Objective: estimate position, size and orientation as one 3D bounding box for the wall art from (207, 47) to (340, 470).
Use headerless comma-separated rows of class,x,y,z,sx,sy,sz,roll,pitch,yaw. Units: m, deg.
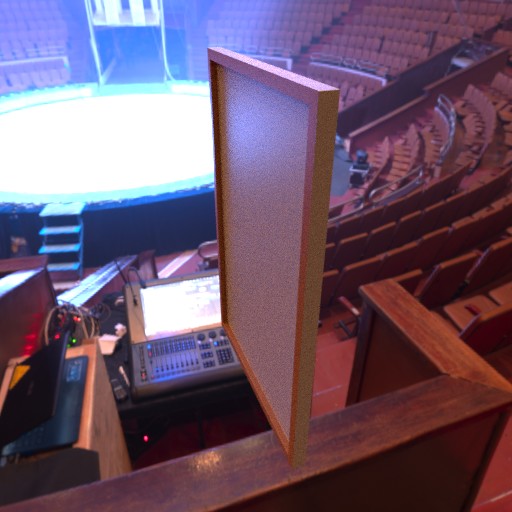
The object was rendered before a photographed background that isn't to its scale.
wall art,0.000,0.000,1.136,0.037,0.916,0.610,-11,33,-18
